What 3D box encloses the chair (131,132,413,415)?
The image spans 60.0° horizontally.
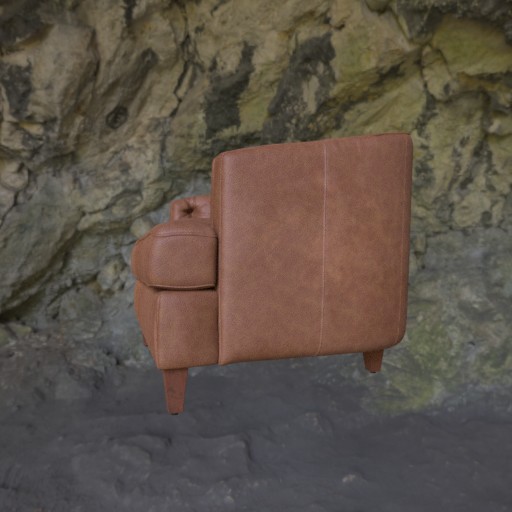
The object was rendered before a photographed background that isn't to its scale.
[{"bbox_3d":[0.000,0.000,1.735,0.911,0.836,1.119,0,-1,-18],"label":"chair"}]
